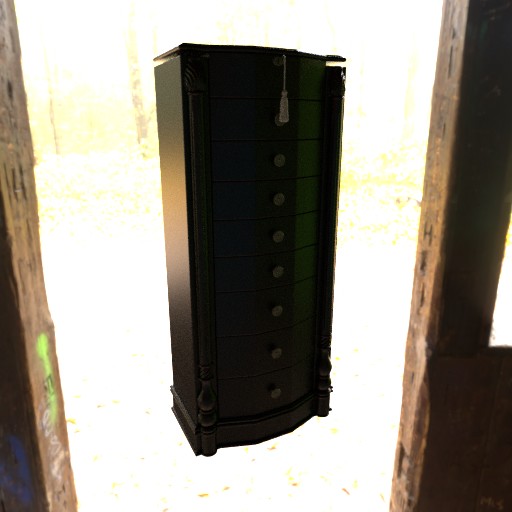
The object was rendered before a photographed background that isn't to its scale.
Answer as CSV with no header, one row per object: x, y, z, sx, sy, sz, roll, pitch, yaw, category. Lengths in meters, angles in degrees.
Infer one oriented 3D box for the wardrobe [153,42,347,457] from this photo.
0.000,0.000,1.204,0.444,1.011,0.295,-8,18,-26,wardrobe
